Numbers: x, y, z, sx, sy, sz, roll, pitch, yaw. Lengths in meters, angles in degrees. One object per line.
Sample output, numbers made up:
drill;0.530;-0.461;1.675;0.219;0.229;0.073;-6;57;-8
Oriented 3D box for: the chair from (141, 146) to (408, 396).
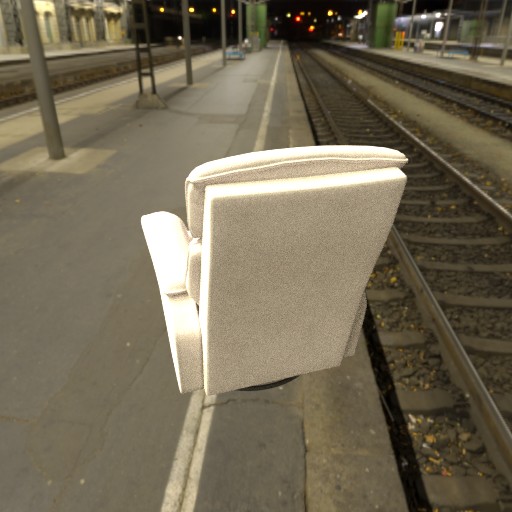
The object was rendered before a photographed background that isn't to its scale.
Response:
chair;0.000;0.000;1.765;0.820;1.039;1.001;-8;28;-16
